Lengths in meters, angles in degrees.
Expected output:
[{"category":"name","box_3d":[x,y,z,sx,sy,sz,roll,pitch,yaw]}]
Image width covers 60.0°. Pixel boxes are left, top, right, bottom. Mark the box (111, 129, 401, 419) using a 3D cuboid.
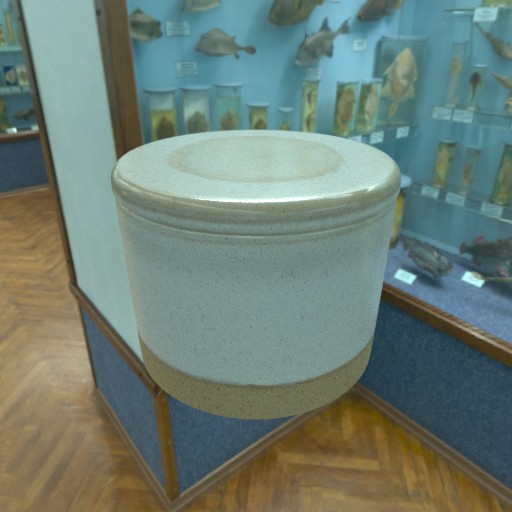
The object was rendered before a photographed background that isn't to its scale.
[{"category":"box","box_3d":[0.000,0.000,0.269,0.154,0.123,0.154,0,27,0]}]
